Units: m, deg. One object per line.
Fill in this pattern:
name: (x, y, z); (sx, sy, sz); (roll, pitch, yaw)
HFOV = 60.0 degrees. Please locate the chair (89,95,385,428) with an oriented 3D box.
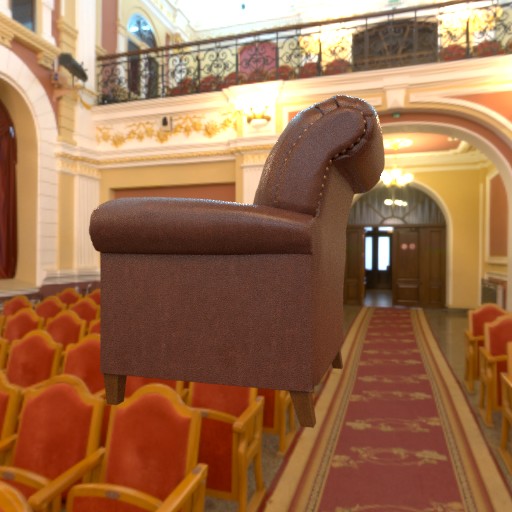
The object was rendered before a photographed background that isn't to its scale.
chair: (0.000, 0.000, 1.607); (0.890, 0.927, 0.854); (0, 0, 18)
